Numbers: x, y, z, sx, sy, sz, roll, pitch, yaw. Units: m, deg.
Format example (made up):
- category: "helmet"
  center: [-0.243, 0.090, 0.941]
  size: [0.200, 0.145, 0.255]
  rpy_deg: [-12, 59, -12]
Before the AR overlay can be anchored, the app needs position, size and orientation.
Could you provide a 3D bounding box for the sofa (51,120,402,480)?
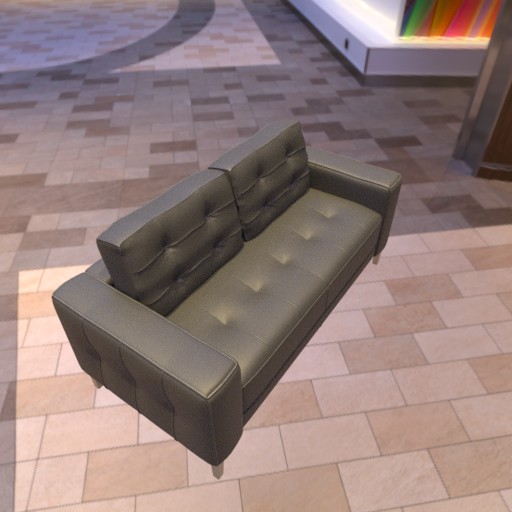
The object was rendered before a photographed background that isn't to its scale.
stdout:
- category: "sofa"
  center: [0.000, 0.000, 2.211]
  size: [0.833, 0.893, 1.726]
  rpy_deg: [24, 46, 26]
